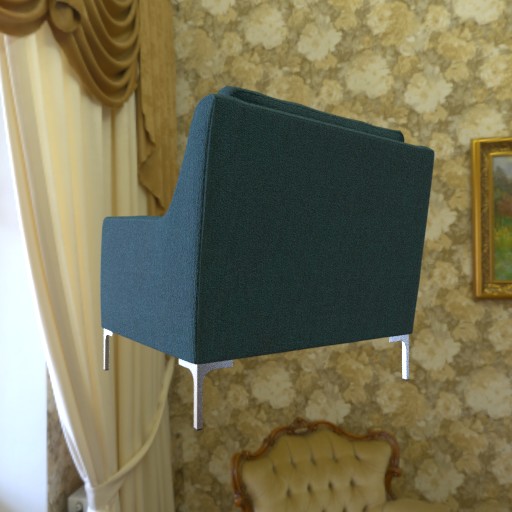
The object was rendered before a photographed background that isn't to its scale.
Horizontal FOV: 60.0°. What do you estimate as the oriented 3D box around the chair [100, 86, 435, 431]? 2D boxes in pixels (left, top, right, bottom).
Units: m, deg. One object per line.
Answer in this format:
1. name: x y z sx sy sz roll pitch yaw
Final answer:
1. chair: 0.000 0.000 1.524 0.847 0.828 0.849 1 -1 -35
